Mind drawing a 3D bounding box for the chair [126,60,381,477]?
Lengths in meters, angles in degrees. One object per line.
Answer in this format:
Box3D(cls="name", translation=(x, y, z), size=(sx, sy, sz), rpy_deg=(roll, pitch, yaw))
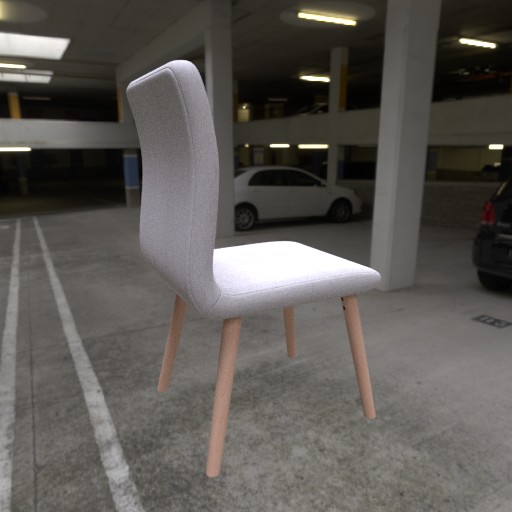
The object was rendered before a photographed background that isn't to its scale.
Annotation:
Box3D(cls="chair", translation=(0.000, 0.000, 1.183), size=(0.550, 0.885, 0.435), rpy_deg=(-7, 16, -27))
